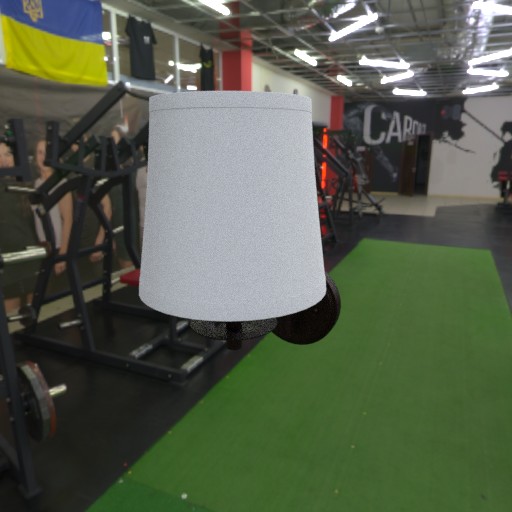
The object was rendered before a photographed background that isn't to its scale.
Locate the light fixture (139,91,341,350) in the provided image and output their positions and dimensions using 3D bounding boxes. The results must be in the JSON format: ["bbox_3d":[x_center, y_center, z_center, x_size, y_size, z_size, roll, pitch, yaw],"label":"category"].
[{"bbox_3d":[0.000,0.000,0.265,0.100,0.172,0.157,7,16,25],"label":"light fixture"}]
